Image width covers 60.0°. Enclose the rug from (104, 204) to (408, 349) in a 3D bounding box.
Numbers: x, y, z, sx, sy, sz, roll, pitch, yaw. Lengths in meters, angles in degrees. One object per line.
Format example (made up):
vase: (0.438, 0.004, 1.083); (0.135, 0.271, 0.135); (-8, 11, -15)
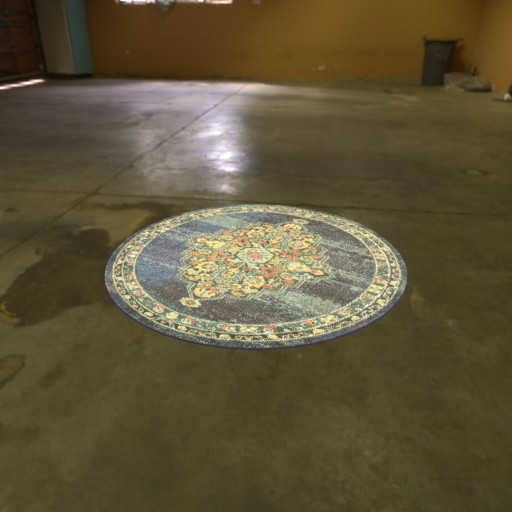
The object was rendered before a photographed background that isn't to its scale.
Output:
rug: (0.000, 0.000, 2.431); (1.591, 0.010, 1.591); (0, 27, 0)
